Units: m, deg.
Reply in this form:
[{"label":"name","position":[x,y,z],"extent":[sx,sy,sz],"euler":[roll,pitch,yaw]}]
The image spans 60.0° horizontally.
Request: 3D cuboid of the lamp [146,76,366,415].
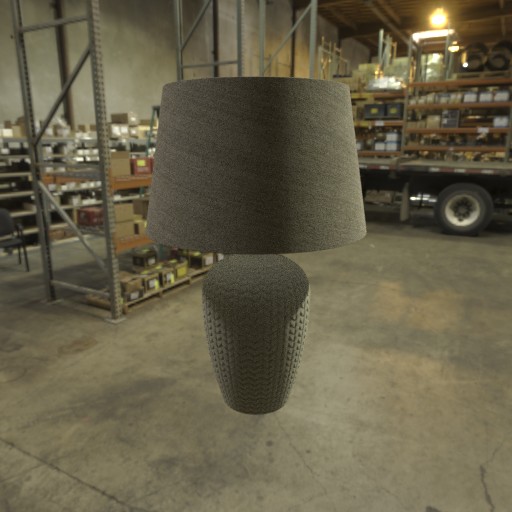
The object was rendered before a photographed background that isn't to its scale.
[{"label":"lamp","position":[0.000,0.000,0.818],"extent":[0.390,0.580,0.390],"euler":[0,15,0]}]
